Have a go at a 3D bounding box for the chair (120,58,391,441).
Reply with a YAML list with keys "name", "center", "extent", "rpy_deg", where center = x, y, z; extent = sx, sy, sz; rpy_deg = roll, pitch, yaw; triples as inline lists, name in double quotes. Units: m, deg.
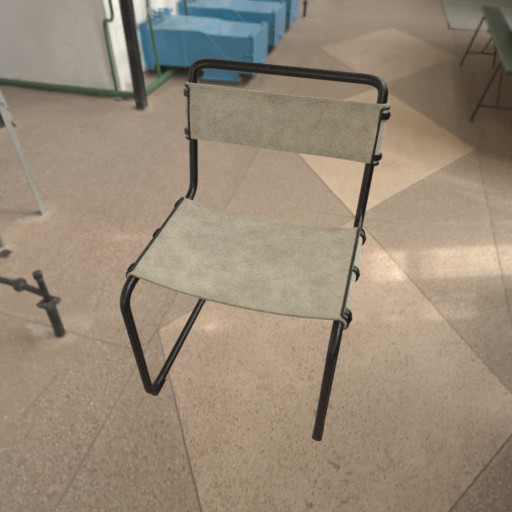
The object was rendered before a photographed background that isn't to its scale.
- name: "chair"
  center: [0.000, 0.000, 1.079]
  extent: [0.499, 0.747, 0.497]
  rpy_deg: [11, 42, 12]
